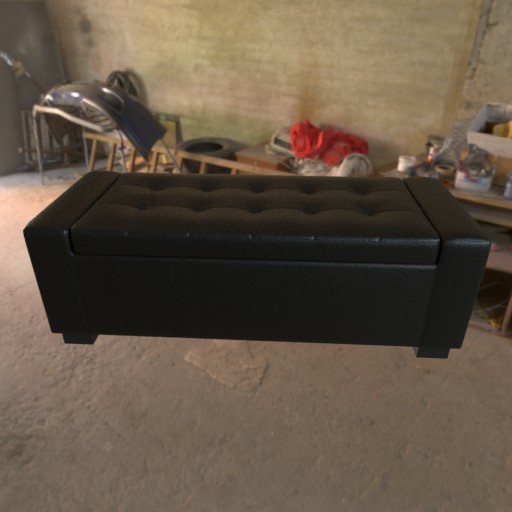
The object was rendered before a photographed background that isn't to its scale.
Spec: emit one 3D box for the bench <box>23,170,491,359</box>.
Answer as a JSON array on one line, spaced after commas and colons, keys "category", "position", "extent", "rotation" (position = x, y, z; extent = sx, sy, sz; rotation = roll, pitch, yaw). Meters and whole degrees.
[{"category": "bench", "position": [0.000, 0.000, 1.522], "extent": [1.296, 0.445, 0.508], "rotation": [2, 30, 3]}]
